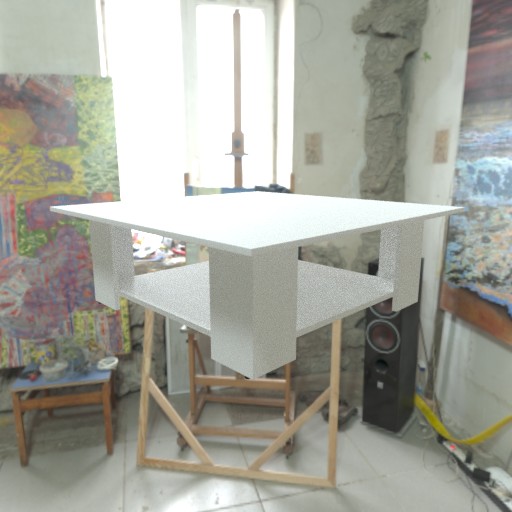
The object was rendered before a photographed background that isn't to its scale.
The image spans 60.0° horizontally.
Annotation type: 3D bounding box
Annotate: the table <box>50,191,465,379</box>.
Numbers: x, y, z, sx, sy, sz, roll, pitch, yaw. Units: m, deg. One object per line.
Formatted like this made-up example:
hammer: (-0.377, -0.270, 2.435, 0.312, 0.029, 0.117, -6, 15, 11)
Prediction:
table: (0.000, 0.000, 1.377, 0.890, 0.305, 0.890, -12, 17, -43)
